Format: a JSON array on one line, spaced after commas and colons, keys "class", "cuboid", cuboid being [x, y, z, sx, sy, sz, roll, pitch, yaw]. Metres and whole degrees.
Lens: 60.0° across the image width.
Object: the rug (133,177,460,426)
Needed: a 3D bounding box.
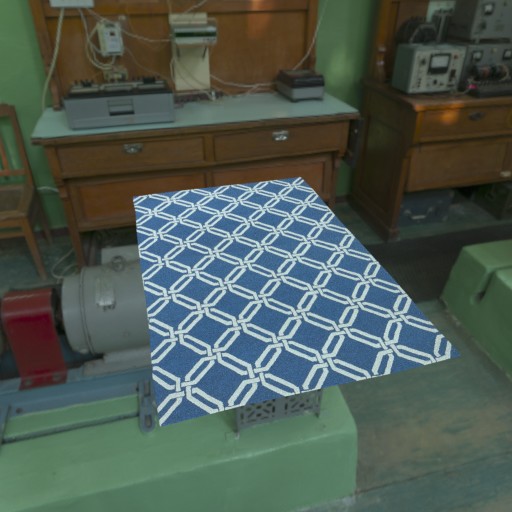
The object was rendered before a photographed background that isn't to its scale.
[{"class": "rug", "cuboid": [0.000, 0.000, 2.265, 1.153, 0.010, 1.755, -9, 35, -13]}]
